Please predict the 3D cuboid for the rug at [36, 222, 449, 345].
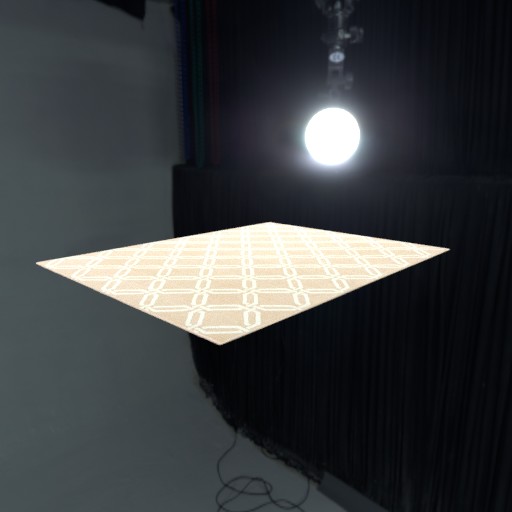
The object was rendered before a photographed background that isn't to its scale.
[{"bbox_3d":[0.000,0.000,3.926,2.288,0.018,2.895,13,18,42],"label":"rug"}]
